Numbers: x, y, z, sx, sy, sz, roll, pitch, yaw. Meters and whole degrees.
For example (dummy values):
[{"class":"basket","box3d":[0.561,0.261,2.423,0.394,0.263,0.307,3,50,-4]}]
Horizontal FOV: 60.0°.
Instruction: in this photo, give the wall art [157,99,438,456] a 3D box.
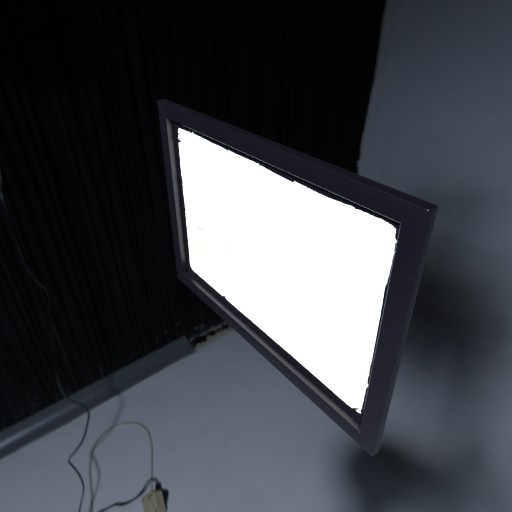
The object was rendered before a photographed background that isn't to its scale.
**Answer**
[{"class":"wall art","box3d":[0.000,0.000,0.564,0.013,0.306,0.440,-22,39,-31]}]
